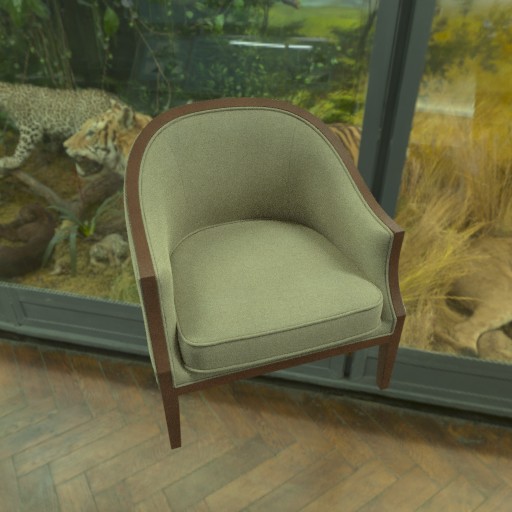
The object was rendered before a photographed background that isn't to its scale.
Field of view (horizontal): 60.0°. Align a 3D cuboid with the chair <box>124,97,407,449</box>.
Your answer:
[{"bbox_3d":[0.000,0.000,1.505,0.803,0.876,0.735,-10,35,-15],"label":"chair"}]
